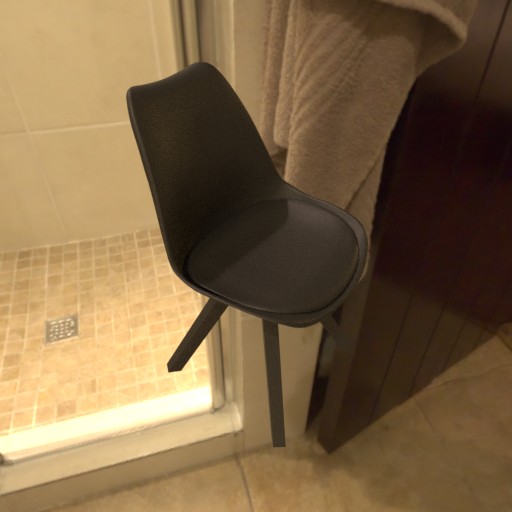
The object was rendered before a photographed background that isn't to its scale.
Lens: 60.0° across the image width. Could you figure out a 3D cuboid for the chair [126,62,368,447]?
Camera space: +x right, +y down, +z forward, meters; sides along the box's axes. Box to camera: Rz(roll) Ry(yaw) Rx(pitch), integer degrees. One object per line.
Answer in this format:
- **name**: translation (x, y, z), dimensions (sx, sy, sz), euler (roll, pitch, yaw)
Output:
- **chair**: translation (0.000, 0.000, 1.190), dimensions (0.550, 0.850, 0.485), euler (26, 47, 27)
